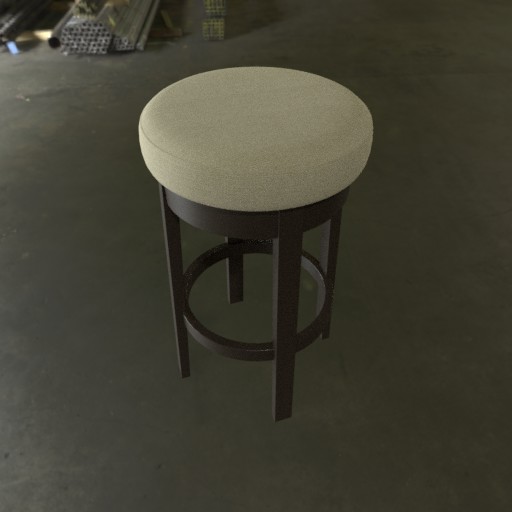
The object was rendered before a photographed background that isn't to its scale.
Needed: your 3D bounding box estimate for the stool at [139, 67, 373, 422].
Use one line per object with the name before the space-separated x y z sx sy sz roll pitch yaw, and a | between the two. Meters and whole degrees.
stool | 0.000 0.000 1.044 0.446 0.758 0.446 0 42 0
